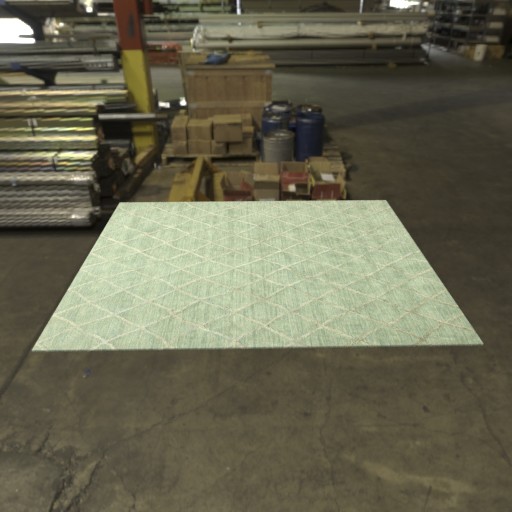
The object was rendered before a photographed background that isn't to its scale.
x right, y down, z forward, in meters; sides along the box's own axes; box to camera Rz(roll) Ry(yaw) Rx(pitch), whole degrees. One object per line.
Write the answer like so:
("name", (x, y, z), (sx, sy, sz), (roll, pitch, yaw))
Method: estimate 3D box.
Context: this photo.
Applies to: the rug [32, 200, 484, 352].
("rug", (0.000, 0.000, 4.017), (3.039, 0.019, 2.420), (-1, 31, -1))
